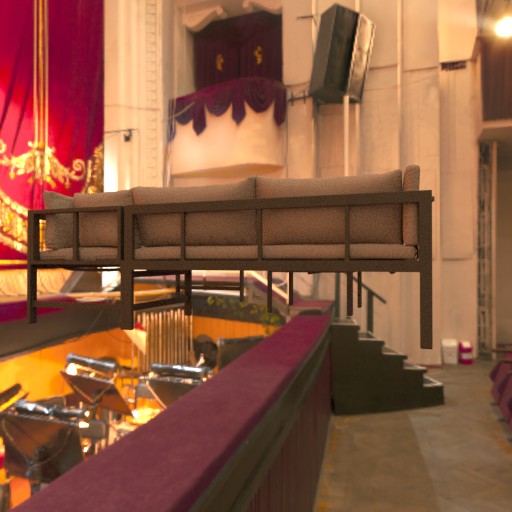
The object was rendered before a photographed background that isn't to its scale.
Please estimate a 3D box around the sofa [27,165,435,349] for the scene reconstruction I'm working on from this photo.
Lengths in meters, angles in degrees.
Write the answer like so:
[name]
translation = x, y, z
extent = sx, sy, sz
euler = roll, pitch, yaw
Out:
[sofa]
translation = 0.000, 0.000, 2.878
extent = 2.096, 0.758, 1.658
euler = 0, -1, 20
